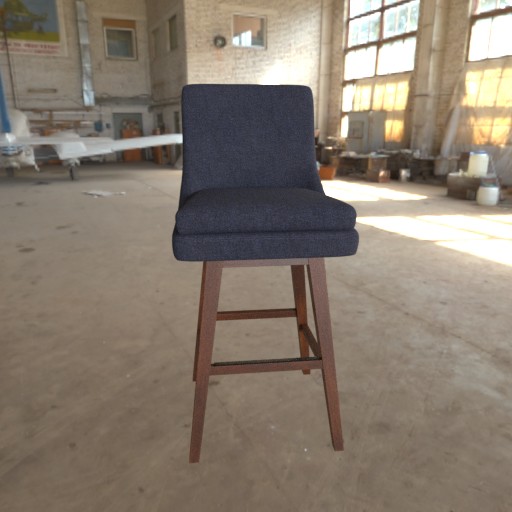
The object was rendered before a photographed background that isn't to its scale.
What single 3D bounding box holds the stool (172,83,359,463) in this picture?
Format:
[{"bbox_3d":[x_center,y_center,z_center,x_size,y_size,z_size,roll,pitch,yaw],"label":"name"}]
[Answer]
[{"bbox_3d":[0.000,0.000,1.408,0.489,1.068,0.572,-2,16,-6],"label":"stool"}]
